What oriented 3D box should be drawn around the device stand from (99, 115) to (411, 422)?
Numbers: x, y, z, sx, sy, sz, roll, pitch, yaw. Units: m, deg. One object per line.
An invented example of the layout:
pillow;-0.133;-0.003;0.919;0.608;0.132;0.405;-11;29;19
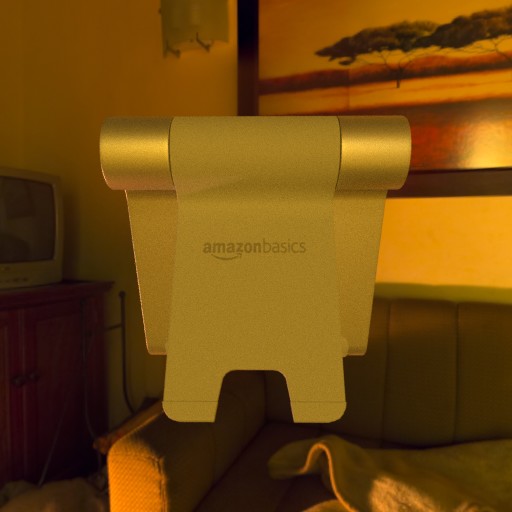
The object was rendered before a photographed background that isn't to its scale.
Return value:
device stand;0.000;0.000;0.151;0.086;0.084;0.079;0;2;1
